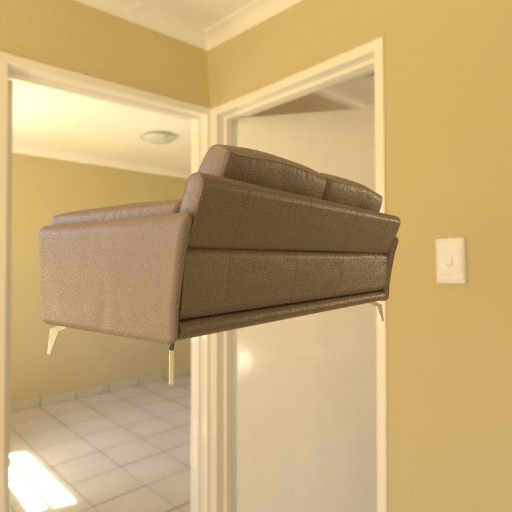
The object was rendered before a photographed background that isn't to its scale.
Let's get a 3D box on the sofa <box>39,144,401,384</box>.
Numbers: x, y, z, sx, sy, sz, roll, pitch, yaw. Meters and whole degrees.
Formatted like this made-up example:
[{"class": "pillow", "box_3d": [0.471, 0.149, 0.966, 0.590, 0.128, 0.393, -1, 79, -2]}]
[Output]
[{"class": "sofa", "box_3d": [0.000, 0.000, 2.623, 1.049, 0.930, 2.101, 0, -1, 37]}]
